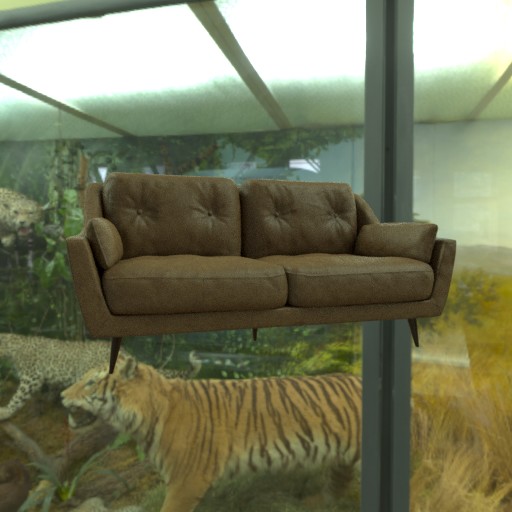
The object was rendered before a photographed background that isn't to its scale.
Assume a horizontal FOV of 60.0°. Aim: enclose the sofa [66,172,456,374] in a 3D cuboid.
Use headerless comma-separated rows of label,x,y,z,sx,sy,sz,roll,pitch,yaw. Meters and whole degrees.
sofa,0.000,0.000,2.285,1.731,0.886,0.981,-1,2,-18
